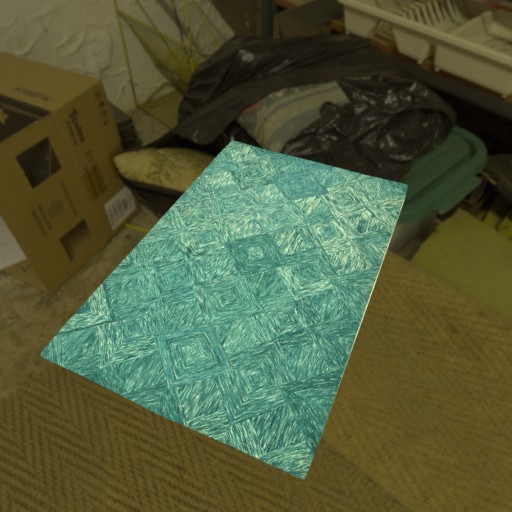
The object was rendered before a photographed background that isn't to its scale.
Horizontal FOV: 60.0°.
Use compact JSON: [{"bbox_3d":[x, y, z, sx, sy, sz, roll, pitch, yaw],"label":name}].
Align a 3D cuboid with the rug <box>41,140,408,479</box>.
[{"bbox_3d":[0.000,0.000,2.148,1.136,0.017,1.728,18,49,17],"label":"rug"}]
